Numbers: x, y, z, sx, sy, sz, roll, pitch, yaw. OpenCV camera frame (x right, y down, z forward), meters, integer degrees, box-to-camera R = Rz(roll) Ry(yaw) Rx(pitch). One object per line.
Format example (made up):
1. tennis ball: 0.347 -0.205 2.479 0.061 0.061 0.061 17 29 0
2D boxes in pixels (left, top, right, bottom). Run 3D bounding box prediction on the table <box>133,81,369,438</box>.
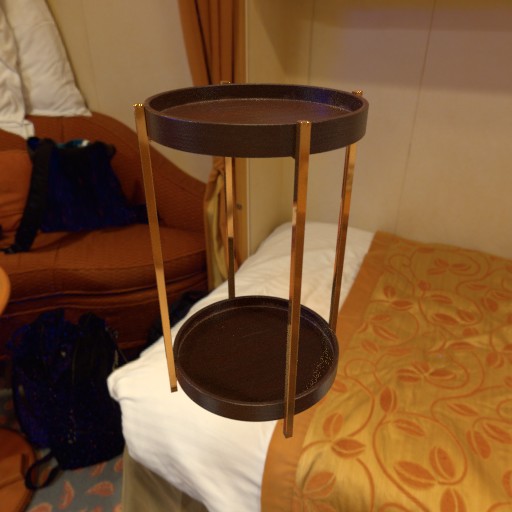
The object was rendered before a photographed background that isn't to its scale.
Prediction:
1. table: 0.000 0.000 0.890 0.400 0.610 0.400 -10 31 -17
